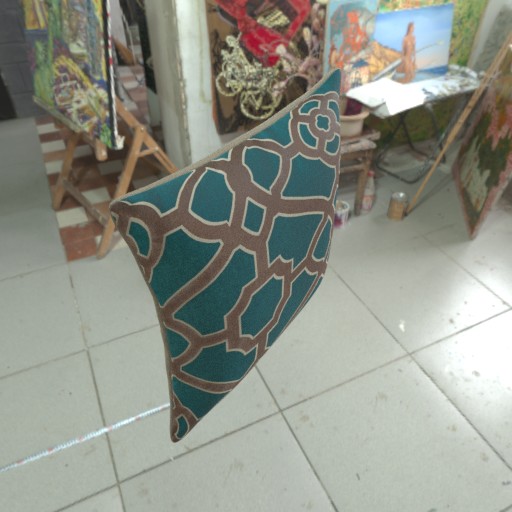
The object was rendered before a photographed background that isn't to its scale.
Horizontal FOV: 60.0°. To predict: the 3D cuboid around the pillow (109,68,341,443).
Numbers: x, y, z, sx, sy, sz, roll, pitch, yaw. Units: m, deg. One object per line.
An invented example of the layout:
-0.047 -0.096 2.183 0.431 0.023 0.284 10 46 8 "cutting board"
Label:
0.000 0.000 0.787 0.166 0.507 0.526 25 47 26 "pillow"
